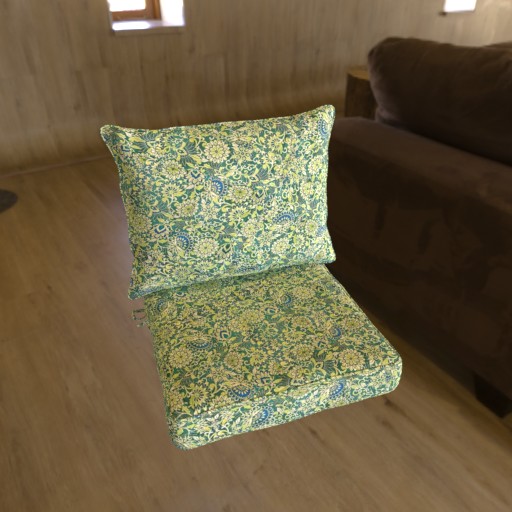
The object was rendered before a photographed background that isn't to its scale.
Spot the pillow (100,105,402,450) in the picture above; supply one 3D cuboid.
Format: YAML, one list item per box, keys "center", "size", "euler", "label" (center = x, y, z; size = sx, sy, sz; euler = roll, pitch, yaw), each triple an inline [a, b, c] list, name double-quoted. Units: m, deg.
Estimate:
- center: [0.000, 0.000, 1.360]
  size: [0.798, 0.722, 0.740]
  euler: [-10, 34, -15]
  label: "pillow"
